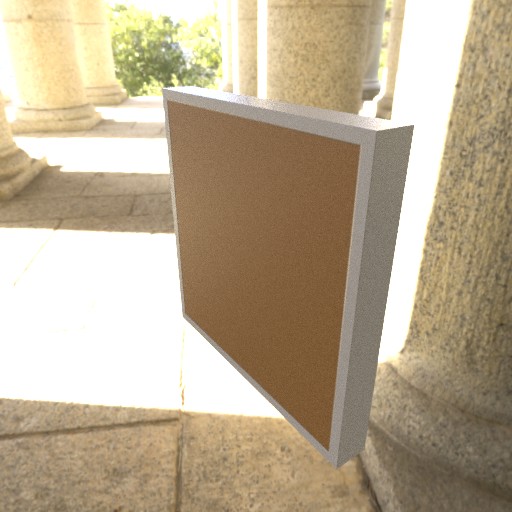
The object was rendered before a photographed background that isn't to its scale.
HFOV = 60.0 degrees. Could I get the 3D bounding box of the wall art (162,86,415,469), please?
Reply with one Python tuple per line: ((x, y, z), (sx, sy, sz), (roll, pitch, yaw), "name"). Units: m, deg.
((0.000, 0.000, 0.459), (0.038, 0.305, 0.305), (-18, 32, -32), "wall art")
